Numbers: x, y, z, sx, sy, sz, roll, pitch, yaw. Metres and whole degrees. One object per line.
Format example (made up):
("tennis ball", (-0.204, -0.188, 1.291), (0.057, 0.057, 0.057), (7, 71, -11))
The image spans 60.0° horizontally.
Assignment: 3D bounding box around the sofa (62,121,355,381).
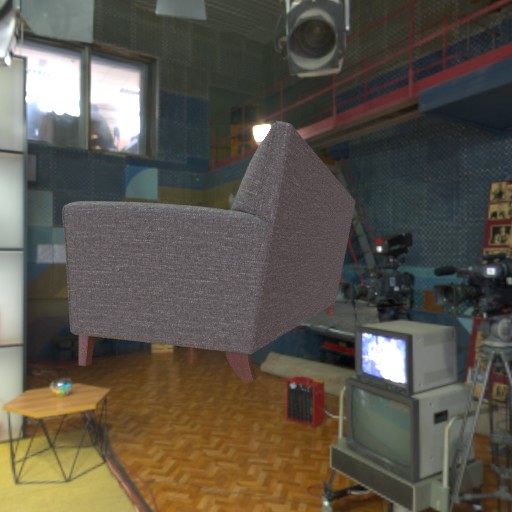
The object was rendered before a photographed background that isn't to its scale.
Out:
("sofa", (0.000, 0.000, 2.431), (0.875, 0.846, 1.976), (0, -1, 19))
